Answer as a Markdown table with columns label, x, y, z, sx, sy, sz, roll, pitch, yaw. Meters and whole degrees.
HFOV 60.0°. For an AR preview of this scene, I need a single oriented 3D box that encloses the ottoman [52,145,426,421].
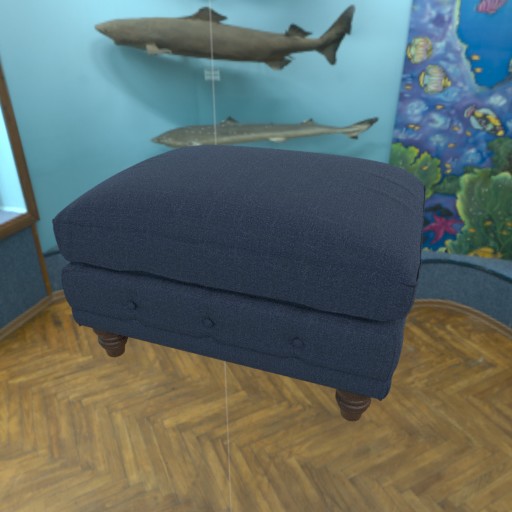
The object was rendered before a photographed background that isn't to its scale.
| label | x | y | z | sx | sy | sz | roll | pitch | yaw |
| --- | --- | --- | --- | --- | --- | --- | --- | --- | --- |
| ottoman | 0.000 | 0.000 | 1.132 | 0.767 | 0.486 | 0.558 | 10 | 29 | 18 |
